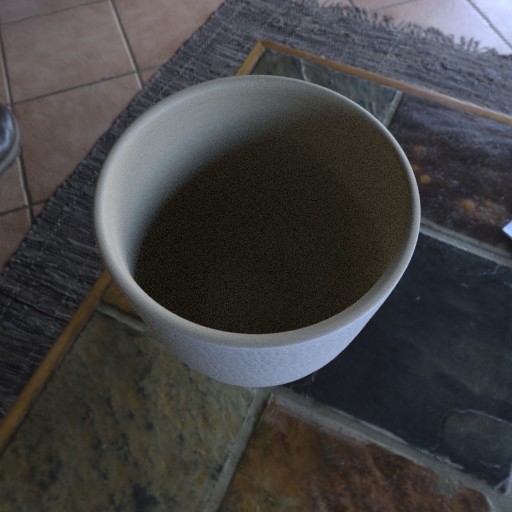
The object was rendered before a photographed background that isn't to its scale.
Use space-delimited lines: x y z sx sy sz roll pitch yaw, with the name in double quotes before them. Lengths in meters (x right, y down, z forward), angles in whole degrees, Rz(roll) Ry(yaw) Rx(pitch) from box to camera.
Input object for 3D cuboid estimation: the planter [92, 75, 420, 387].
"planter" 0.000 0.000 0.367 0.208 0.190 0.208 0 63 0
